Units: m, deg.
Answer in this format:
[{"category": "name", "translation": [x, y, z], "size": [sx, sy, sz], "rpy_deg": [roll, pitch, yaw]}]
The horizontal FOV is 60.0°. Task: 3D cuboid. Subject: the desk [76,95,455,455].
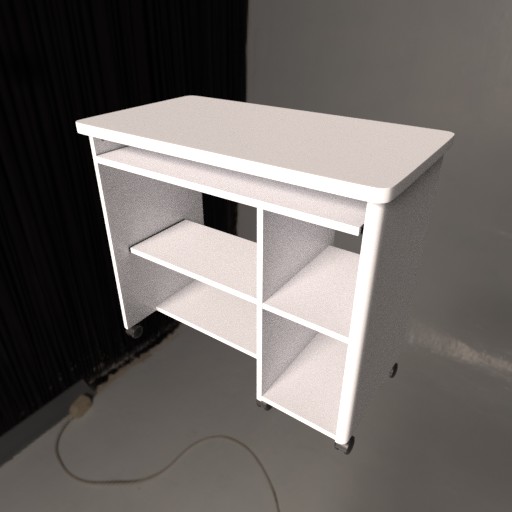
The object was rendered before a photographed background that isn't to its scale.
[{"category": "desk", "translation": [0.000, 0.000, 1.323], "size": [0.877, 0.763, 0.475], "rpy_deg": [19, 35, 30]}]
